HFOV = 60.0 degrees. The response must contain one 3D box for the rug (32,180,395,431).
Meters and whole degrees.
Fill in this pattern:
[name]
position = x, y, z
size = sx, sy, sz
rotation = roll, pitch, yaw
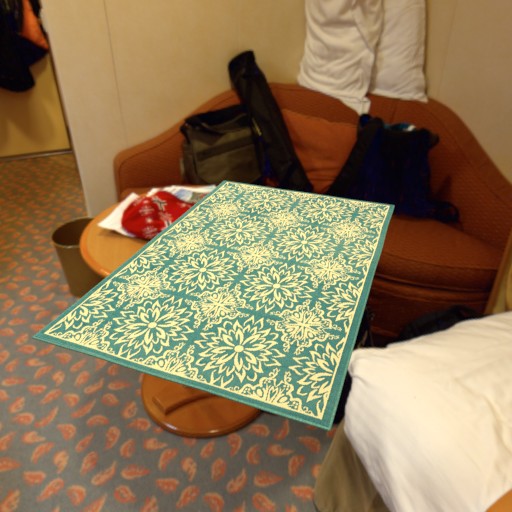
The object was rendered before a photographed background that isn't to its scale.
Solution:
[rug]
position = 0.000, 0.000, 3.499
size = 1.830, 0.018, 2.769
rotation = 11, 33, 18
